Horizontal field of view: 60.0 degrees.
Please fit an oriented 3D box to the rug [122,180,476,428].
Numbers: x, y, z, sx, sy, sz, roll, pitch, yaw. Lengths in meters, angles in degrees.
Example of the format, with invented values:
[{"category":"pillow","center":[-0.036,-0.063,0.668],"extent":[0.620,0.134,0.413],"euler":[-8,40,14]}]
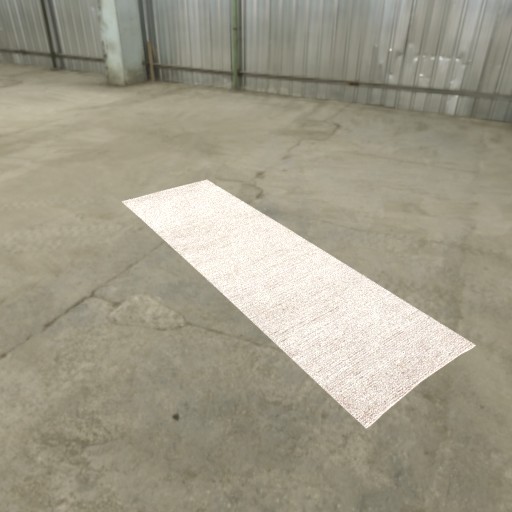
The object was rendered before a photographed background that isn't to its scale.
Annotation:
[{"category":"rug","center":[0.000,0.000,2.566],"extent":[0.712,0.013,2.346],"euler":[-21,37,-30]}]
